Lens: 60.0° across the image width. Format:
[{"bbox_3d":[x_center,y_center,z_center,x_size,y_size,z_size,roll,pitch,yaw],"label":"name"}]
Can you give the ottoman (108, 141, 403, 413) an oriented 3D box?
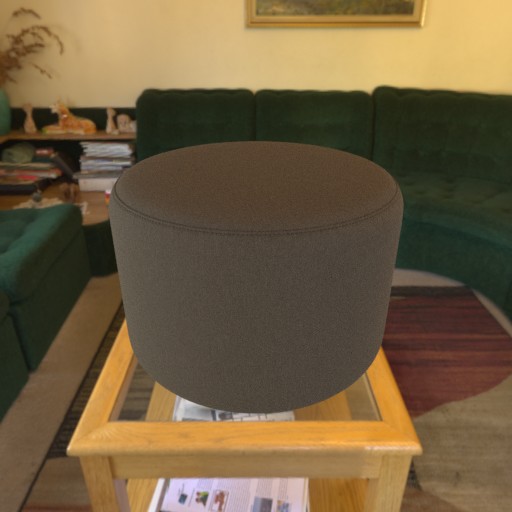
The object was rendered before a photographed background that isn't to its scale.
[{"bbox_3d":[0.000,0.000,1.018,0.608,0.433,0.608,0,27,0],"label":"ottoman"}]
